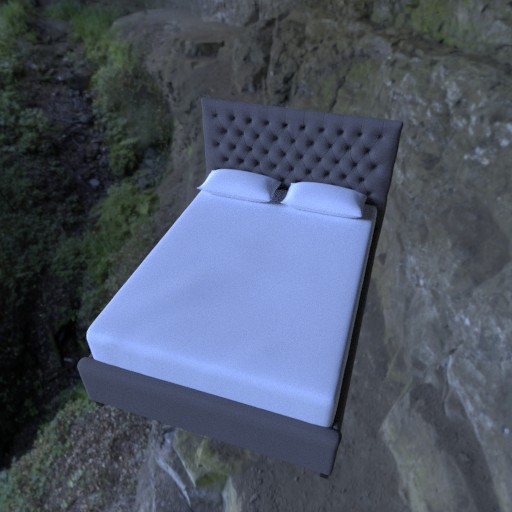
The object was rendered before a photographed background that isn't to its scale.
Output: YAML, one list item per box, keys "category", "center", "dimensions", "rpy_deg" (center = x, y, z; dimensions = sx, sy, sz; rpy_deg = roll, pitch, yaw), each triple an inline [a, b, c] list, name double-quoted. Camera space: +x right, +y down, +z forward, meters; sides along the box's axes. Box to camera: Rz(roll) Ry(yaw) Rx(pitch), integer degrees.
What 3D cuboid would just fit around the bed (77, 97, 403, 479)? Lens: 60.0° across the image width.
- category: "bed"
  center: [0.000, 0.000, 3.251]
  dimensions: [1.696, 1.426, 2.233]
  rpy_deg: [12, 40, 14]
